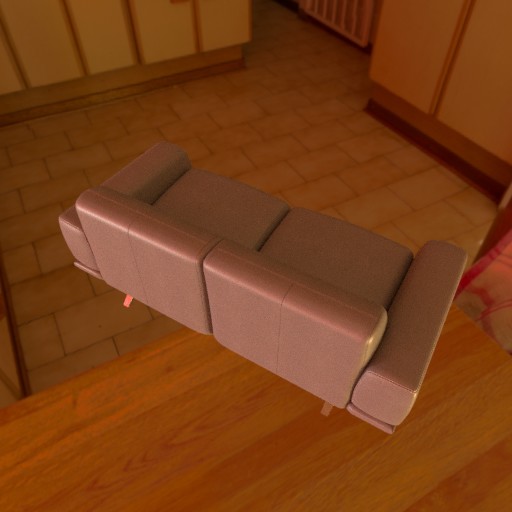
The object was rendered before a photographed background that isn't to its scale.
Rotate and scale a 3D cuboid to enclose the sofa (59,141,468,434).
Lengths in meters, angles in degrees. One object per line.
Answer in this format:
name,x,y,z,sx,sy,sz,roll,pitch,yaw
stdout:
sofa,0.000,0.000,2.318,1.901,0.772,0.900,24,51,21
